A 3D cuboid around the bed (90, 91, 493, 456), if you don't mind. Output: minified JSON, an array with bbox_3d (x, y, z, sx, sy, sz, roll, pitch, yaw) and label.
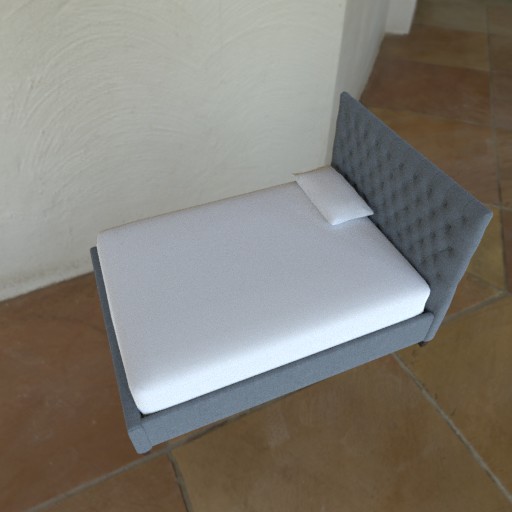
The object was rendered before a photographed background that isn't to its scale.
[{"bbox_3d":[0.000,0.000,3.290,2.335,1.411,1.698,-16,48,-15],"label":"bed"}]
